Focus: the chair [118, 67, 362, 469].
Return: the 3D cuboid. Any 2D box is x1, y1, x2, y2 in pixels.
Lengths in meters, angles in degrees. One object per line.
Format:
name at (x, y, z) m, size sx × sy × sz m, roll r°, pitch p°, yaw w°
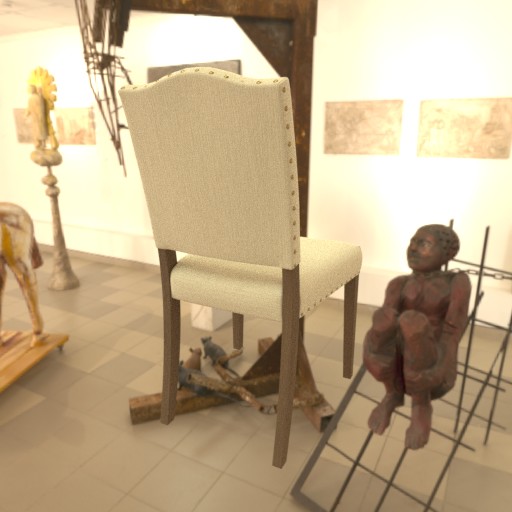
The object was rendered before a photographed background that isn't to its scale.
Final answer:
chair at (0.000, 0.000, 1.353) m, size 0.508 × 1.015 × 0.619 m, roll 9°, pitch 19°, yaw 27°
